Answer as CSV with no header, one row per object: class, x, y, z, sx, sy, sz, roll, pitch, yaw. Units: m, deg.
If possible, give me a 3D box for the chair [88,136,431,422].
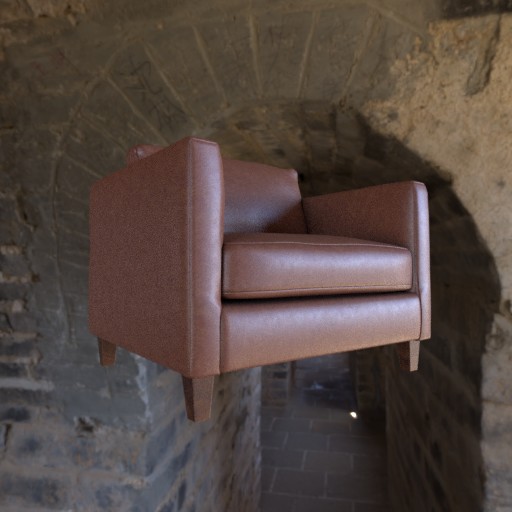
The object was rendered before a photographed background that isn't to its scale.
chair,0.000,0.000,1.813,1.107,0.917,0.959,1,-1,-36
